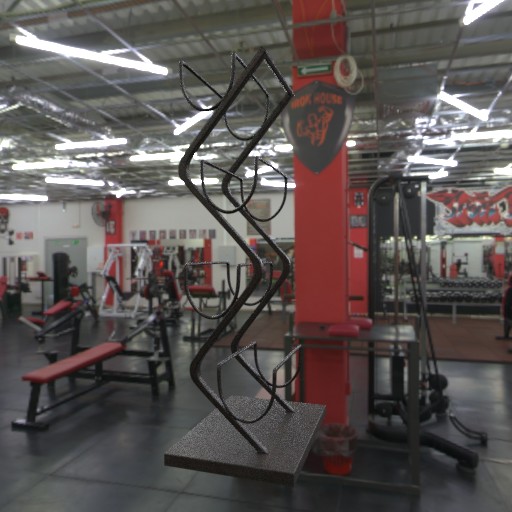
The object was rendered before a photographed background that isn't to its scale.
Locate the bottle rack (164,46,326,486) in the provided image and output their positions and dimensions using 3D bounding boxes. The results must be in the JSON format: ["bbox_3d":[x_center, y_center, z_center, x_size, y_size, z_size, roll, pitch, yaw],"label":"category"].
[{"bbox_3d":[0.000,0.000,0.684,0.178,0.559,0.254,0,0,18],"label":"bottle rack"}]
